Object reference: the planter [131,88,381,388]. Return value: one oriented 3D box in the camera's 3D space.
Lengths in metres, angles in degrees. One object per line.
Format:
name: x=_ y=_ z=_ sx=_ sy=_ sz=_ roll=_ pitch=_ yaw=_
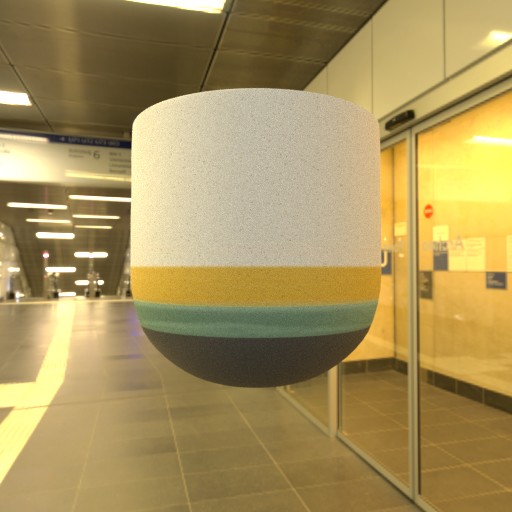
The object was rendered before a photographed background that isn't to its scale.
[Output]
planter: x=0.000 y=0.000 z=0.492 sx=0.268 sy=0.270 sz=0.268 roll=0 pitch=-1 yaw=0
